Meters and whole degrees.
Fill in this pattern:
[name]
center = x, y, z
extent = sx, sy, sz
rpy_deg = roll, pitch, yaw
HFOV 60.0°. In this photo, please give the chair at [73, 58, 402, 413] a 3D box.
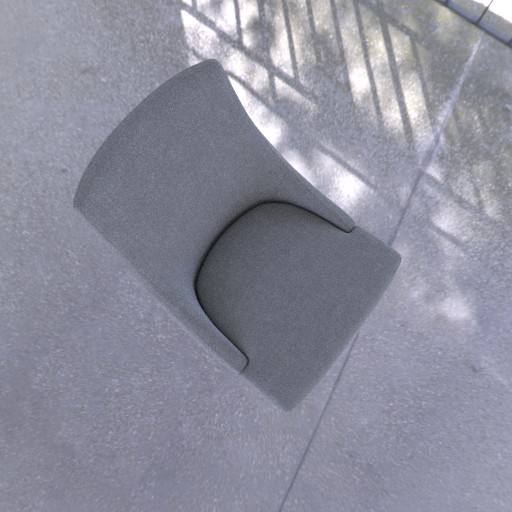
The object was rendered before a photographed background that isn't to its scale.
[chair]
center = 0.000, 0.000, 1.507
extent = 0.861, 0.909, 0.701
rpy_deg = 38, 79, 9
